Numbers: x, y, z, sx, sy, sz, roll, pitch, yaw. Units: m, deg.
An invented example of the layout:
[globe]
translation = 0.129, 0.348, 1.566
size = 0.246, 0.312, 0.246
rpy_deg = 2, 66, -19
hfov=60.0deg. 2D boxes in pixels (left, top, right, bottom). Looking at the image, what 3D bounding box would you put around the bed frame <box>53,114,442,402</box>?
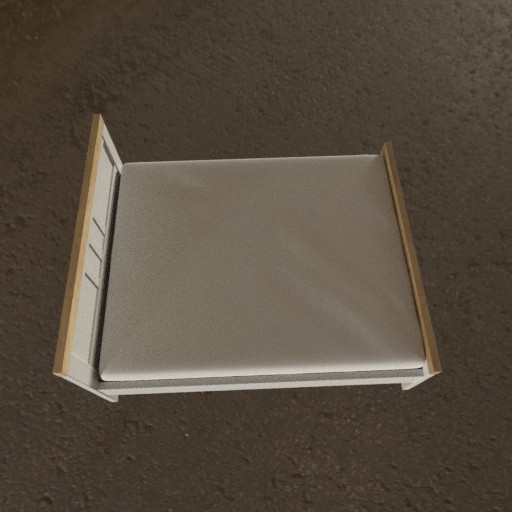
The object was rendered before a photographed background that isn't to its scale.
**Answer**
[bed frame]
translation = 0.000, 0.000, 2.980
size = 2.050, 0.980, 1.670
rpy_deg = -2, 64, -1
